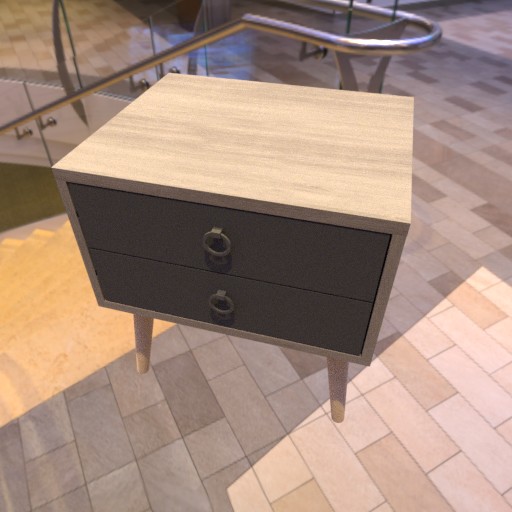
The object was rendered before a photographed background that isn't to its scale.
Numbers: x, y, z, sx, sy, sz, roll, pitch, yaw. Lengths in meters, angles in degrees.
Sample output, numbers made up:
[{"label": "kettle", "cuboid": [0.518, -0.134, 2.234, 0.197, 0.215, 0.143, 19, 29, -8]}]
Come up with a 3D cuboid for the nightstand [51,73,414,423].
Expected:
[{"label": "nightstand", "cuboid": [0.000, 0.000, 0.823, 0.450, 0.500, 0.380, 10, 42, 12]}]
